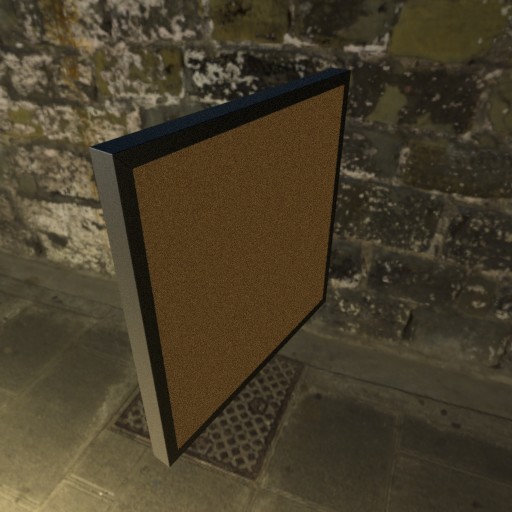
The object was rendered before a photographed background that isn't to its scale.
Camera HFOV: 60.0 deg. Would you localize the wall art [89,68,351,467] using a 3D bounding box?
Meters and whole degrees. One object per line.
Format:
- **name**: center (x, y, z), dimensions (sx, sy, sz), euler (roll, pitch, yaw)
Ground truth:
- **wall art**: center (0.000, 0.000, 0.734), dimensions (0.036, 0.508, 0.508), euler (22, 39, 29)
